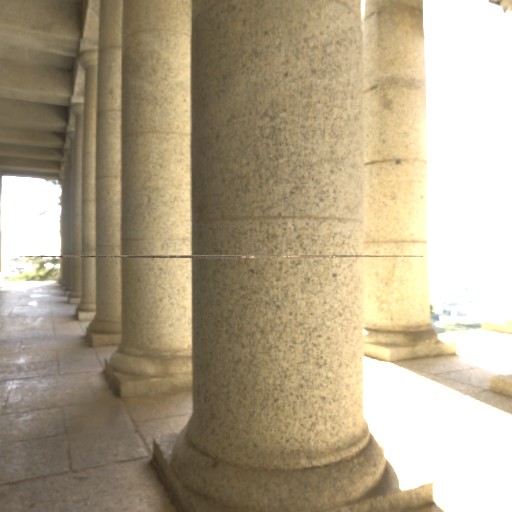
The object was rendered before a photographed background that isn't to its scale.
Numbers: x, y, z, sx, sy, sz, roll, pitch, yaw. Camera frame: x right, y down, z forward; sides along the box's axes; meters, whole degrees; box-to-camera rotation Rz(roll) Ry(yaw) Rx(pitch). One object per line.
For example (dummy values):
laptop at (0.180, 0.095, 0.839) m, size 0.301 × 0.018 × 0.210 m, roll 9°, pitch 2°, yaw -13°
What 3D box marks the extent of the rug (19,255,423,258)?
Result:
rug at (0.000, 0.000, 2.174) m, size 1.142 × 0.010 × 1.748 m, roll 0°, pitch 0°, yaw 36°
